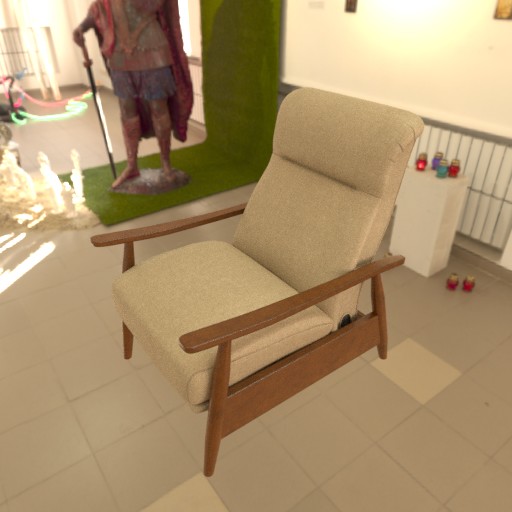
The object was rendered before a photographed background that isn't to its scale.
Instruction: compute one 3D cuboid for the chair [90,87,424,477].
[{"bbox_3d":[0.000,0.000,1.743,1.030,1.082,0.762,-22,38,-31],"label":"chair"}]
